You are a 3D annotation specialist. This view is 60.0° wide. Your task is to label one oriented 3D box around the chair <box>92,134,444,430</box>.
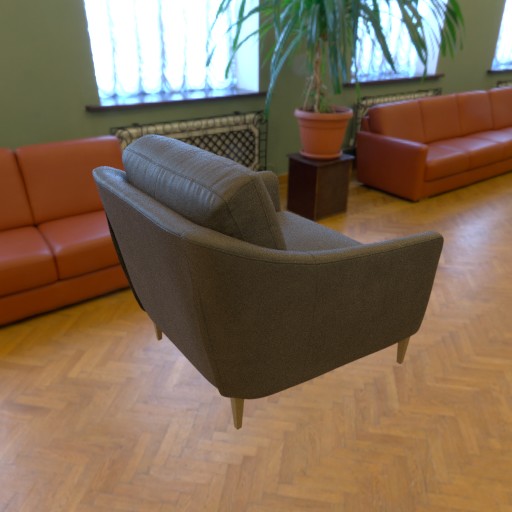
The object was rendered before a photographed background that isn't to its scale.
[{"bbox_3d":[0.000,0.000,1.713,0.961,0.901,0.988,-19,33,-32],"label":"chair"}]
